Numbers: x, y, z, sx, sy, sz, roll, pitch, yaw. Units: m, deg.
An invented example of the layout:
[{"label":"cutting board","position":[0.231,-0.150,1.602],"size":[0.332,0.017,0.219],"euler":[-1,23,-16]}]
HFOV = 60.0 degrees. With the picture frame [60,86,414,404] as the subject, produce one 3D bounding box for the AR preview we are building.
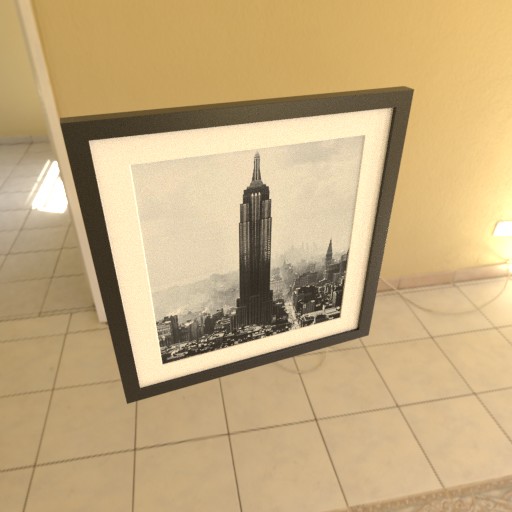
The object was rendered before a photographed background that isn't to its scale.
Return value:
[{"label":"picture frame","position":[0.000,0.000,0.825],"size":[0.559,0.557,0.029],"euler":[-12,35,-17]}]
